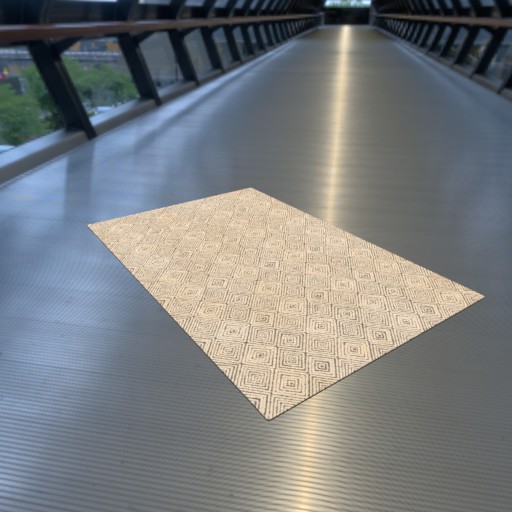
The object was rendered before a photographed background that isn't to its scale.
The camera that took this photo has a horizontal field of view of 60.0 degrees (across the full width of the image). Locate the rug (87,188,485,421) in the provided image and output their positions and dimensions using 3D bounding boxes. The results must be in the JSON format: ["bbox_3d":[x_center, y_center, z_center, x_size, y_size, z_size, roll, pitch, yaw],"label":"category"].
[{"bbox_3d":[0.000,0.000,2.267,1.175,0.008,1.783,-18,33,-31],"label":"rug"}]
